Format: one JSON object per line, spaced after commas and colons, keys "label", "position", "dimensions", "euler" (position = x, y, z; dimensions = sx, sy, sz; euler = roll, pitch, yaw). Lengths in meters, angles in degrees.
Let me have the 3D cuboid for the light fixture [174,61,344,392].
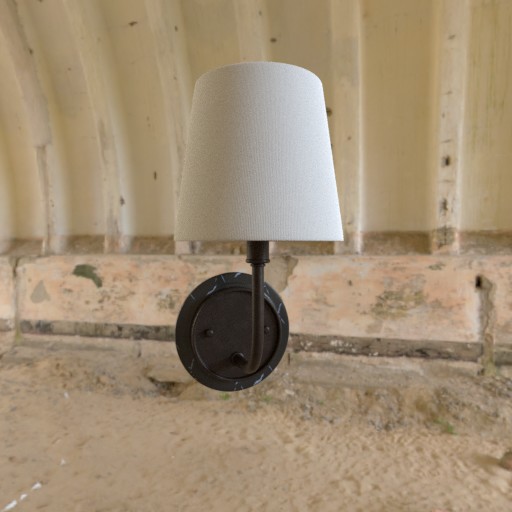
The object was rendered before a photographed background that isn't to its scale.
{"label": "light fixture", "position": [0.000, 0.000, 0.455], "dimensions": [0.168, 0.337, 0.188], "euler": [0, 2, -17]}
